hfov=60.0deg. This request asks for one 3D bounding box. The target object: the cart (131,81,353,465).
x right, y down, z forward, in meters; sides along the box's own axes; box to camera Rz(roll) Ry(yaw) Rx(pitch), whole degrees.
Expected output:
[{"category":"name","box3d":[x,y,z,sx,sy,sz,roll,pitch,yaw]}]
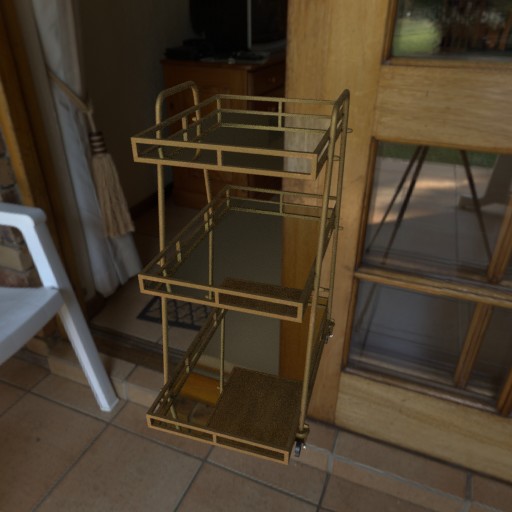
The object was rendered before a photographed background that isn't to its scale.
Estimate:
[{"category":"cart","box3d":[0.000,0.000,1.240,0.441,0.883,0.711,9,31,15]}]
